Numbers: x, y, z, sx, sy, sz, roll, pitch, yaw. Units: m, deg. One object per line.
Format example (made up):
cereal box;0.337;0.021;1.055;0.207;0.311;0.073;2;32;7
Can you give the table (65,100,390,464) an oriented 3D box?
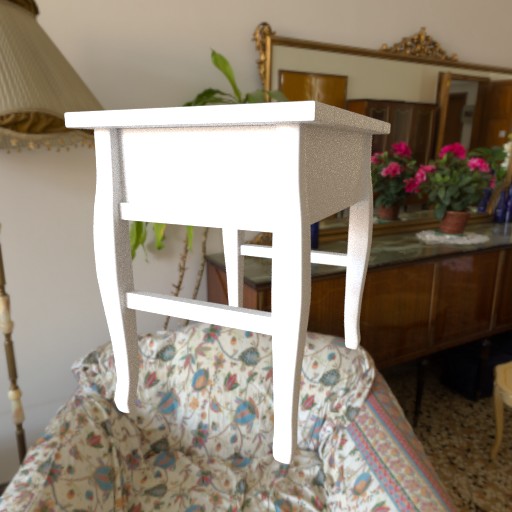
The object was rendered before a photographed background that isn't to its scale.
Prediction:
table;0.000;0.000;1.015;0.463;0.605;0.599;6;15;25
